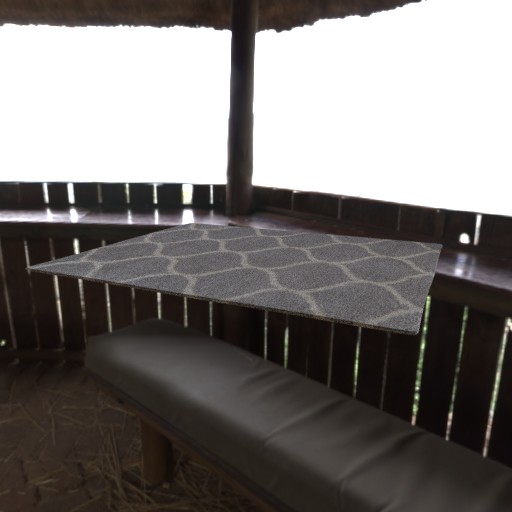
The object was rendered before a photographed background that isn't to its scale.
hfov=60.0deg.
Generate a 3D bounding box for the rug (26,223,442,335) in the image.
[{"bbox_3d":[0.000,0.000,3.999,3.000,0.026,2.399,6,15,24],"label":"rug"}]
